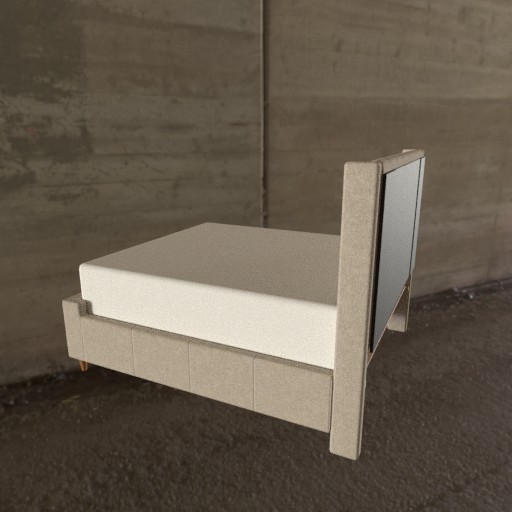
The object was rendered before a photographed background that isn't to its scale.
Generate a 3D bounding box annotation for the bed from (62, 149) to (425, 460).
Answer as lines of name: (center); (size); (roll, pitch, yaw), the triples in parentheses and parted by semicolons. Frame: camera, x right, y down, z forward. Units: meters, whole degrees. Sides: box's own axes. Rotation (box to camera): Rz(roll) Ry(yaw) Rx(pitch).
bed: (0.000, 0.000, 3.760); (2.370, 1.743, 2.045); (7, 17, 25)
